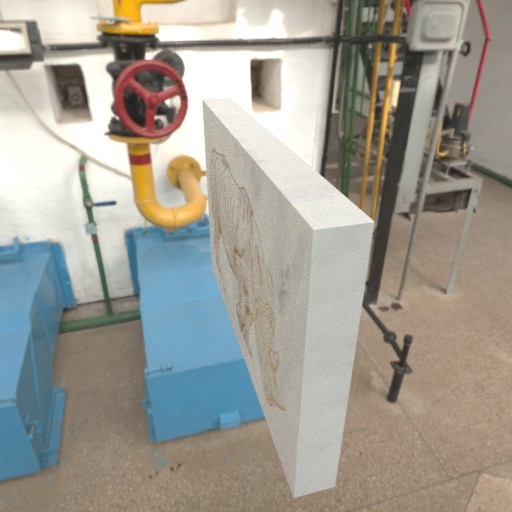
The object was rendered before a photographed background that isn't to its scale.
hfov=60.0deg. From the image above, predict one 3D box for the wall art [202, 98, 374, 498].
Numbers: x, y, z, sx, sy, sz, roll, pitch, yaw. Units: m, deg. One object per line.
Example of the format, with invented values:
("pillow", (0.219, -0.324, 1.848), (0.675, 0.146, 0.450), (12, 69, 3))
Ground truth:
("wall art", (0.000, 0.000, 0.474), (0.038, 0.254, 0.381), (-8, 31, -13))
